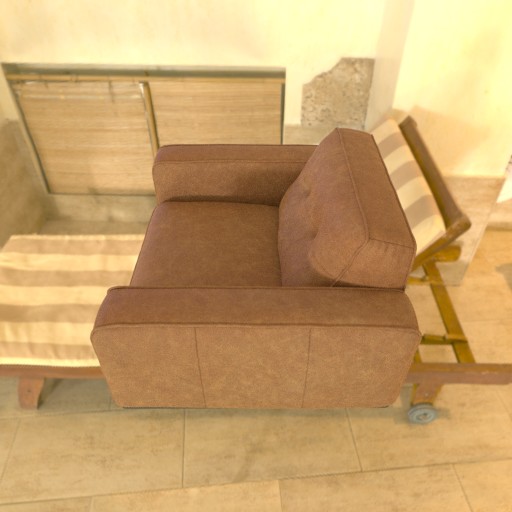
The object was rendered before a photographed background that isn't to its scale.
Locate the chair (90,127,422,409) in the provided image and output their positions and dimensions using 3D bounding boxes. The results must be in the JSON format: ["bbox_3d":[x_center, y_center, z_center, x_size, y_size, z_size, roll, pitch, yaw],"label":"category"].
[{"bbox_3d":[0.000,0.000,1.743,0.952,0.782,1.118,1,41,1],"label":"chair"}]
